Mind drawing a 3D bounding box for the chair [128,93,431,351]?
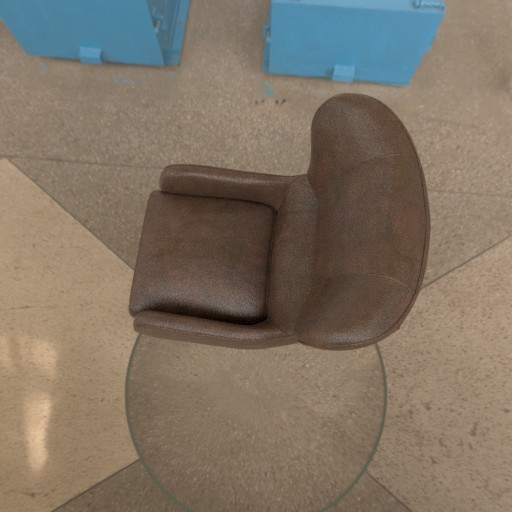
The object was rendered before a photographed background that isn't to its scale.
[{"bbox_3d":[0.000,0.000,1.600,0.914,1.048,0.692,6,74,2],"label":"chair"}]
